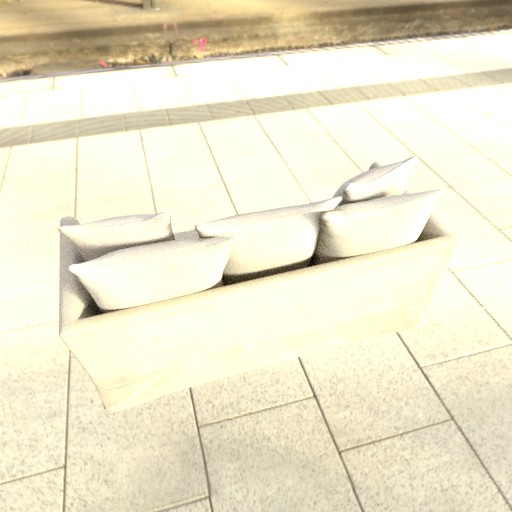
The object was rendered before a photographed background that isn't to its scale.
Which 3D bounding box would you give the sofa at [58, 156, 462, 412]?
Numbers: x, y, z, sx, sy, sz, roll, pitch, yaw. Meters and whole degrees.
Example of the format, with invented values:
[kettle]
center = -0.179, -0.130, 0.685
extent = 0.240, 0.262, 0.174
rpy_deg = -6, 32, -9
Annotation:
[sofa]
center = 0.000, 0.000, 2.854
extent = 2.290, 1.034, 1.031
rpy_deg = -12, 43, -13
